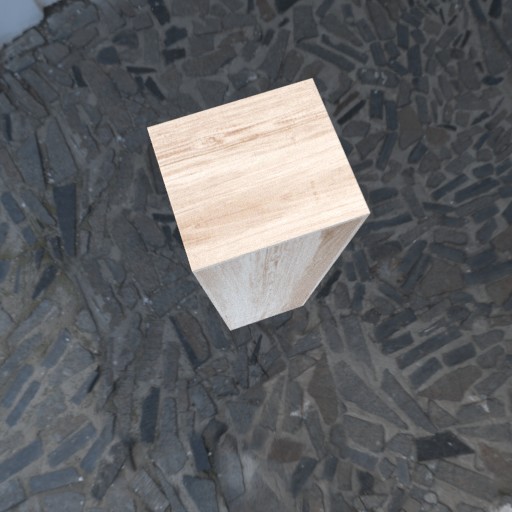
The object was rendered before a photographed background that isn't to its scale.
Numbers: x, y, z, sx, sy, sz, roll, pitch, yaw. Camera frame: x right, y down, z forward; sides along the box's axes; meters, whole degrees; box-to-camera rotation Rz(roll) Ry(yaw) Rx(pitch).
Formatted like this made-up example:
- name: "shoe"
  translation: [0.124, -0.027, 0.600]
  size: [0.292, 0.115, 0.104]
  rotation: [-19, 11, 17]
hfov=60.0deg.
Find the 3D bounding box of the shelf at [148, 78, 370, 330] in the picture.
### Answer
- name: "shelf"
  translation: [0.000, 0.000, 2.196]
  size: [0.510, 1.960, 0.450]
  rotation: [-18, 76, -5]
